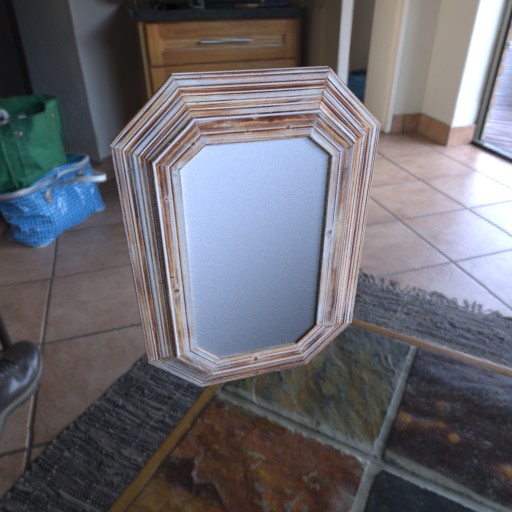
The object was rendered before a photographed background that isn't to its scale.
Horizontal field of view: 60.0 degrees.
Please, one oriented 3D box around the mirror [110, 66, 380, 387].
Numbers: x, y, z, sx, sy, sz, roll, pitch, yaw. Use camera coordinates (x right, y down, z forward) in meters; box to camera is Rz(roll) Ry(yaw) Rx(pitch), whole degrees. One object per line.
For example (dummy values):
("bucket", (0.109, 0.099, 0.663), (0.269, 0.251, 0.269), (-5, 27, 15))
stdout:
("mirror", (0.000, 0.000, 1.304), (0.709, 1.015, 0.061), (-8, 33, -13))
